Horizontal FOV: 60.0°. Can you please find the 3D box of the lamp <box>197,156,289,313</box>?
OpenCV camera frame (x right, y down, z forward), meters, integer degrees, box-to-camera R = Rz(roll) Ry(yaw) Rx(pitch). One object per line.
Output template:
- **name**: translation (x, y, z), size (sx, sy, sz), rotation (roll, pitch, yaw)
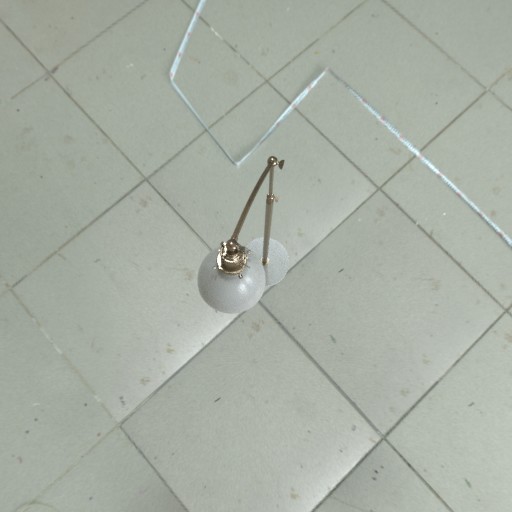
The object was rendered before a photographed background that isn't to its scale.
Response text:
- **lamp**: translation (0.000, 0.000, 1.782), size (0.288, 1.586, 0.599), rotation (18, 77, 4)
